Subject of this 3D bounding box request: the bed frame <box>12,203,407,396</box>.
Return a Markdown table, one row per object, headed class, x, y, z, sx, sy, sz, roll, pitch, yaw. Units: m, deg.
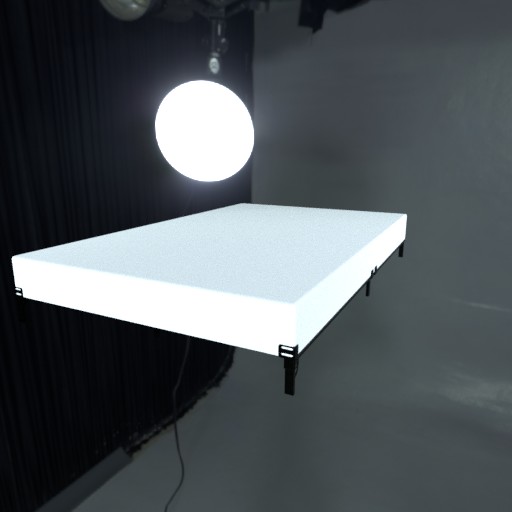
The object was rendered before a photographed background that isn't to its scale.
| class | x | y | z | sx | sy | sz | roll | pitch | yaw |
| --- | --- | --- | --- | --- | --- | --- | --- | --- | --- |
| bed frame | 0.000 | 0.000 | 3.680 | 1.930 | 0.440 | 2.987 | 7 | 16 | 26 |
